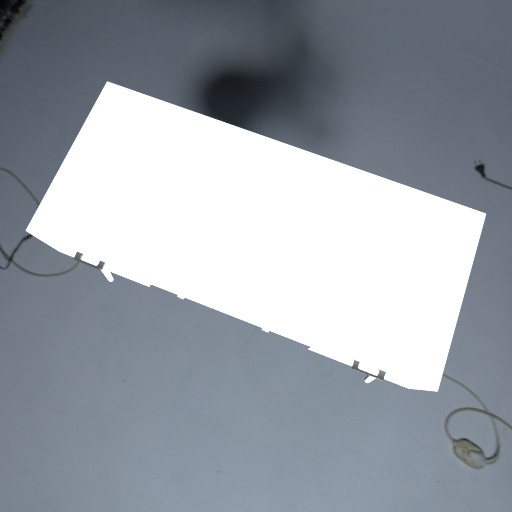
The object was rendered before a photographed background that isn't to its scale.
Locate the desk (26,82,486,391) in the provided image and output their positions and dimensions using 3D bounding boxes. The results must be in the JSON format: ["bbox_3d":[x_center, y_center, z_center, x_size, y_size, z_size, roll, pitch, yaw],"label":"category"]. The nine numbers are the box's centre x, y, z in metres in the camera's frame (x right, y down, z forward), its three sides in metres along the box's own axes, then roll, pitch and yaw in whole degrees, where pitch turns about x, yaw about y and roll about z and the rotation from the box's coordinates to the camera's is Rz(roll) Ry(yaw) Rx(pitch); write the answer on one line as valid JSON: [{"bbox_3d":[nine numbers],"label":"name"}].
[{"bbox_3d":[0.000,0.000,1.745,1.313,0.762,0.589,21,76,5],"label":"desk"}]
